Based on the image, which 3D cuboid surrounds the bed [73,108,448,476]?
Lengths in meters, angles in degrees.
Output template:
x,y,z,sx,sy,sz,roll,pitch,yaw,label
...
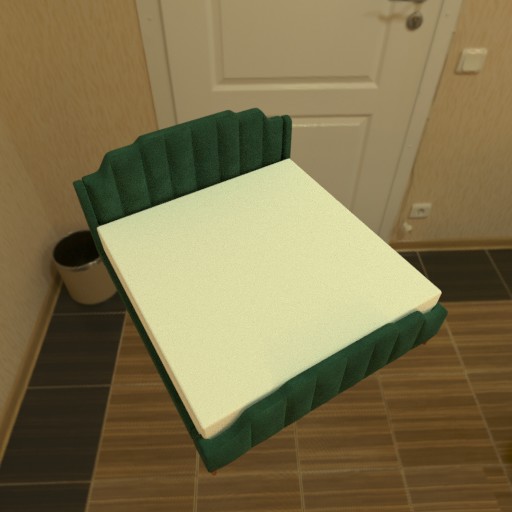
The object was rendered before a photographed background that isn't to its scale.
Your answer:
x,y,z,sx,sy,sz,roll,pitch,yaw,label
0.000,0.000,3.550,2.074,1.245,2.340,-24,51,-21,bed
